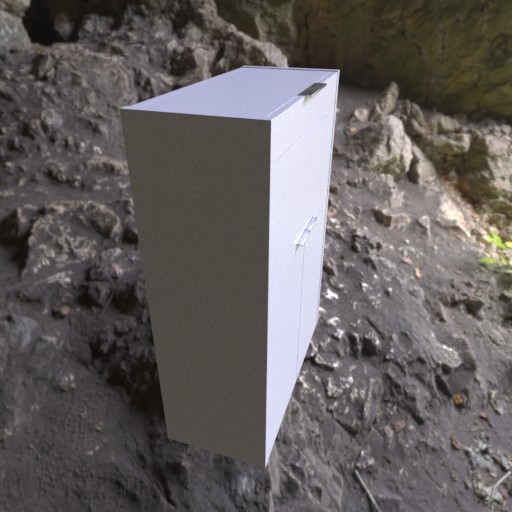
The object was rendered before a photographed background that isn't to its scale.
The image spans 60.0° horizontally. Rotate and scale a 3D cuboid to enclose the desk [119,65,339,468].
[{"bbox_3d":[0.000,0.000,1.634,0.390,1.190,0.850,10,31,16],"label":"desk"}]
